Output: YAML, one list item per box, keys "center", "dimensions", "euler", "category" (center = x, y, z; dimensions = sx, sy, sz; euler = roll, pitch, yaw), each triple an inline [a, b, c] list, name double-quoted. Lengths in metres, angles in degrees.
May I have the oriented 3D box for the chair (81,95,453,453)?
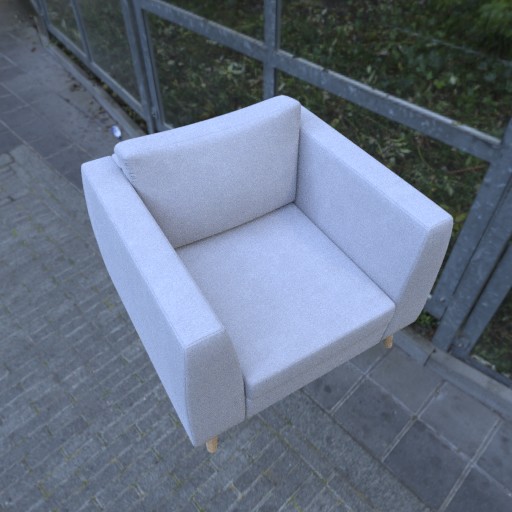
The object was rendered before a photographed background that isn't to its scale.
- center: [0.000, 0.000, 1.704]
  dimensions: [1.000, 0.860, 0.930]
  euler: [-23, 51, -21]
  category: "chair"
